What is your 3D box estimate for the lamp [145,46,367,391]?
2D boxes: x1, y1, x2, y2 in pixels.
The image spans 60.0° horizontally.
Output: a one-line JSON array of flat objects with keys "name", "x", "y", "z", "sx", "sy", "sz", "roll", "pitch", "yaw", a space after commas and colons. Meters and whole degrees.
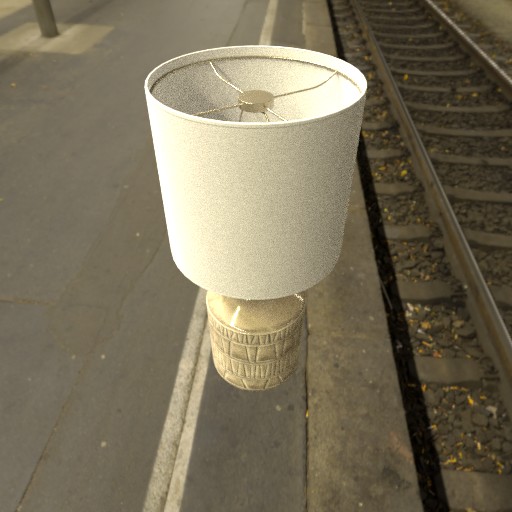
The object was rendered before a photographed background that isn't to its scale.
[{"name": "lamp", "x": 0.000, "y": 0.000, "z": 0.576, "sx": 0.211, "sy": 0.455, "sz": 0.211, "roll": -11, "pitch": 42, "yaw": -13}]
